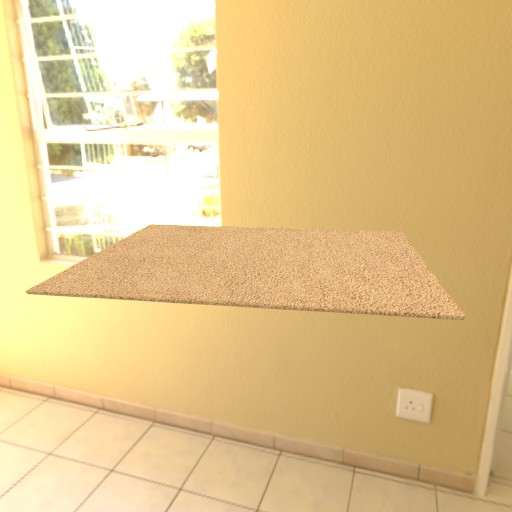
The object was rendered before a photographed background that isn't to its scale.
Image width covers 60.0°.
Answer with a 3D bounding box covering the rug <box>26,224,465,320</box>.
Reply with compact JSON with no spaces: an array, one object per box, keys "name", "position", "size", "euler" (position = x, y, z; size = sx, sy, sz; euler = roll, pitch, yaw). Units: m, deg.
[{"name":"rug","position":[0.000,0.000,4.158],"size":[3.047,0.029,2.438],"euler":[2,16,8]}]
